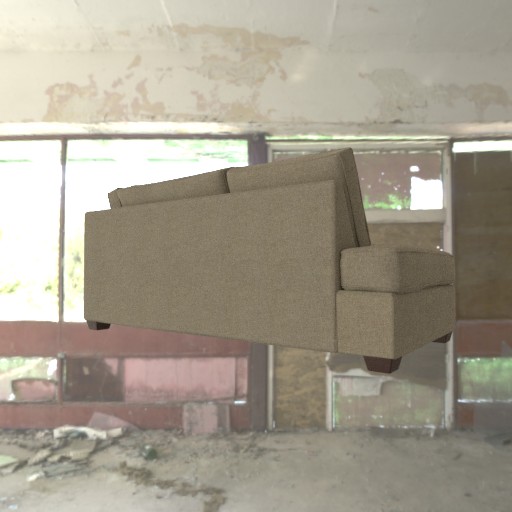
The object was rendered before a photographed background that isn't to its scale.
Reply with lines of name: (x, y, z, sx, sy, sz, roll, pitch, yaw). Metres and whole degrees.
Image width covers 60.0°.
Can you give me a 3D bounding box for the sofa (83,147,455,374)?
sofa: (0.000, 0.000, 2.876, 2.238, 1.019, 1.110, -1, -2, 37)
